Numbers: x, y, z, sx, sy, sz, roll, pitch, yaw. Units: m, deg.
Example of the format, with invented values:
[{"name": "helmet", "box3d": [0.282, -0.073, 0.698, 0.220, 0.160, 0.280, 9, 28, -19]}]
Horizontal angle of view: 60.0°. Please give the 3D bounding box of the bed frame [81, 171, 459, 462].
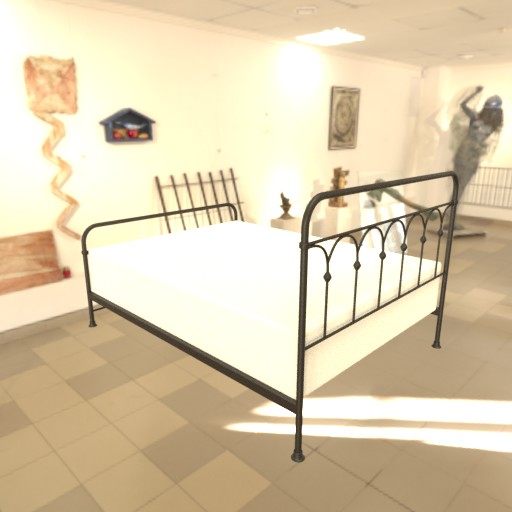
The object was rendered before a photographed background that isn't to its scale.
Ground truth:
[{"name": "bed frame", "box3d": [0.000, 0.000, 3.239, 2.203, 1.276, 1.664, 15, 22, 42]}]
